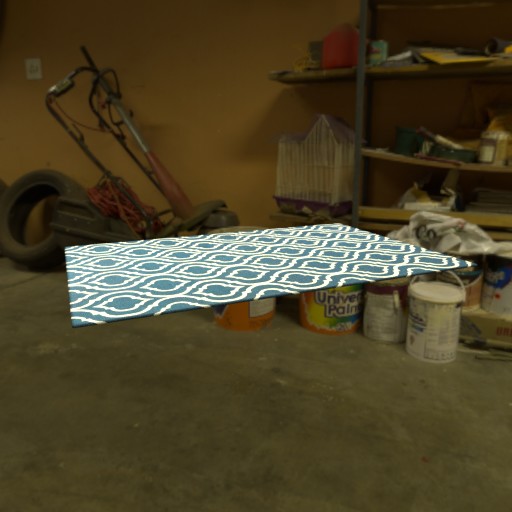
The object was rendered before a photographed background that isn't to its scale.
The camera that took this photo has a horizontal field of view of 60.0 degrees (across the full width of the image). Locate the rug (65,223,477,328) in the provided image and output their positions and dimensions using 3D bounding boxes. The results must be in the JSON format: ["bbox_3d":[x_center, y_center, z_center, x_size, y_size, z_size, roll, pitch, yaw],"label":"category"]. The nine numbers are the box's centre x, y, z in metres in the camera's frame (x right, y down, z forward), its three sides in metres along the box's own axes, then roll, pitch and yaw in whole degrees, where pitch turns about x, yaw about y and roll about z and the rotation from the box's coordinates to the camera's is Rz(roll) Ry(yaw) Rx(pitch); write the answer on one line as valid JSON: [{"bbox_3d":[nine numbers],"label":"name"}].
[{"bbox_3d":[0.000,0.000,2.225,1.753,0.010,1.143,-6,16,-23],"label":"rug"}]
